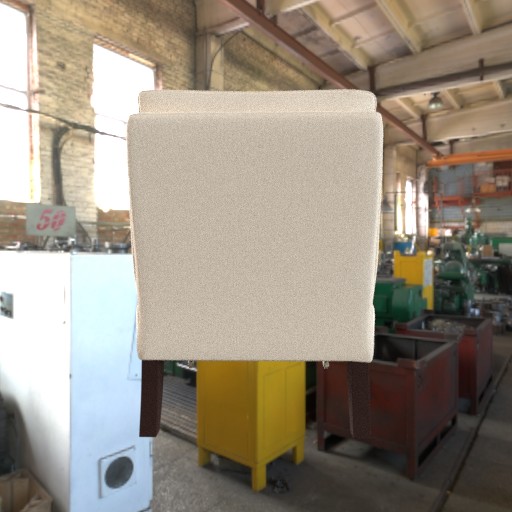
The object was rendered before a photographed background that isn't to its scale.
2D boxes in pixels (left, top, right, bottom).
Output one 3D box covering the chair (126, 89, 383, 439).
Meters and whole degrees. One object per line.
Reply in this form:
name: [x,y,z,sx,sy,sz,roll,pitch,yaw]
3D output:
chair: [0.000,0.000,1.400,0.630,0.887,0.781,0,1,1]
